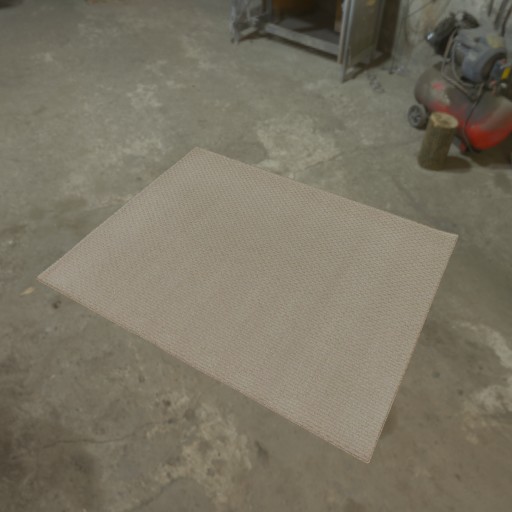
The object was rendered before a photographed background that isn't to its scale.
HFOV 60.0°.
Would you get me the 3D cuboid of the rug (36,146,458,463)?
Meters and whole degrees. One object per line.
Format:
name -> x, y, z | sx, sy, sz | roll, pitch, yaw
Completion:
rug -> 0.000, 0.000, 3.825 | 2.897, 0.035, 2.277 | 23, 51, 20
